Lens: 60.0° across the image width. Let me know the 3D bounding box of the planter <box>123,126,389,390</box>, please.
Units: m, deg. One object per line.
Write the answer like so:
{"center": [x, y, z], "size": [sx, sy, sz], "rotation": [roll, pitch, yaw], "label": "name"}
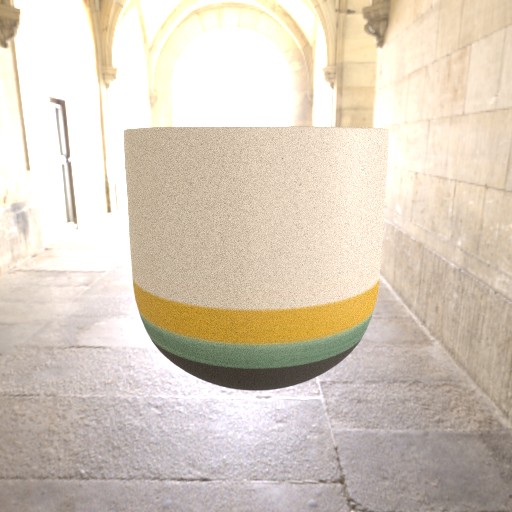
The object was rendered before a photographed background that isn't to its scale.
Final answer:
{"center": [0.000, 0.000, 0.494], "size": [0.268, 0.270, 0.268], "rotation": [0, 14, 0], "label": "planter"}
